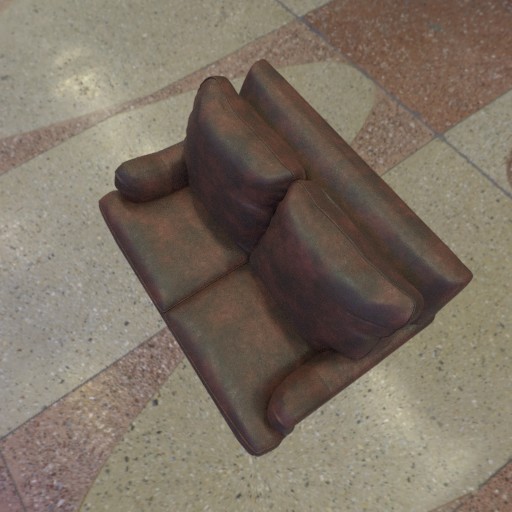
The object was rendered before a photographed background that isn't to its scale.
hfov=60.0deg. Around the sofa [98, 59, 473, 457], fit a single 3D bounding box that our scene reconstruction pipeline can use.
[{"bbox_3d":[0.000,0.000,2.326,1.148,1.070,1.628,-32,69,-14],"label":"sofa"}]
